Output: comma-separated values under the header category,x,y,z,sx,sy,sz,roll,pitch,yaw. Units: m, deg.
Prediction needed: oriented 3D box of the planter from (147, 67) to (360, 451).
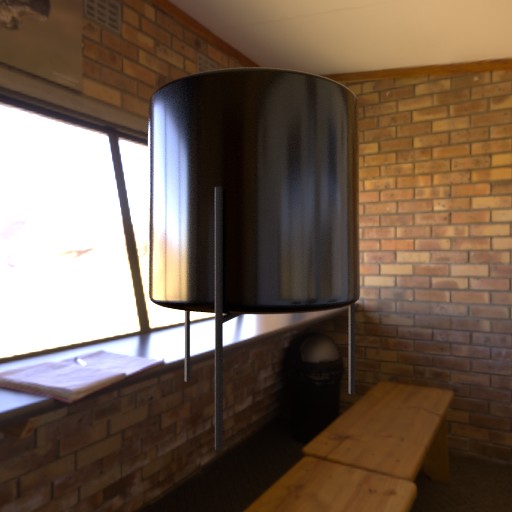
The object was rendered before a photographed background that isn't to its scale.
category,x,y,z,sx,sy,sz,roll,pitch,yaw
planter,0.000,0.000,0.647,0.310,0.432,0.310,0,0,-1
